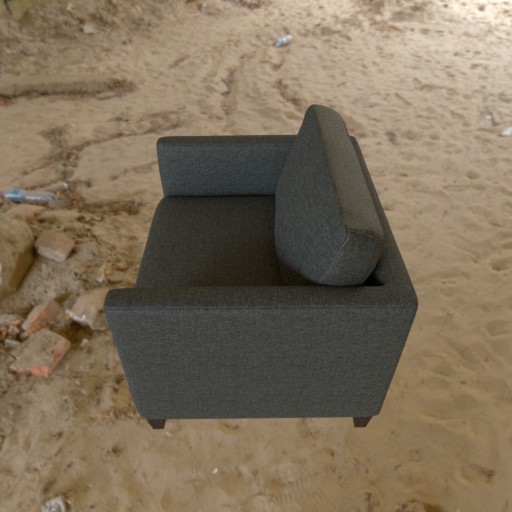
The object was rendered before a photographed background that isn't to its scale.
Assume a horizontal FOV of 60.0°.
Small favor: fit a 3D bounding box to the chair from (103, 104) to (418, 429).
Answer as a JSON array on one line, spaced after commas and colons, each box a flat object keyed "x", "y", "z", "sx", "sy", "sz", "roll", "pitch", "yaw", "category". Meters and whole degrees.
[{"x": 0.000, "y": 0.000, "z": 1.846, "sx": 0.959, "sy": 0.963, "sz": 1.107, "roll": 0, "pitch": 42, "yaw": -1, "category": "chair"}]
